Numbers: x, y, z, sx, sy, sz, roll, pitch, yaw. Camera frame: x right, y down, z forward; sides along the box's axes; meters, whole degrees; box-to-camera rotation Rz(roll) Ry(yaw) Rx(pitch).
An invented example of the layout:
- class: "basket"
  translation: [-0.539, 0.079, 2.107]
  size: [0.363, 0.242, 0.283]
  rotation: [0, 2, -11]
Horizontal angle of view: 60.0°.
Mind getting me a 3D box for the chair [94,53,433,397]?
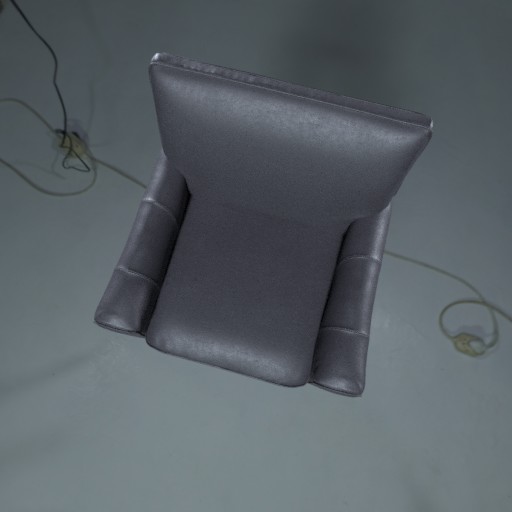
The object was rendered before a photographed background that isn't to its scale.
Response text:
- class: "chair"
  translation: [0.000, 0.000, 1.592]
  size: [0.870, 0.943, 0.825]
  rotation: [15, 76, 4]
